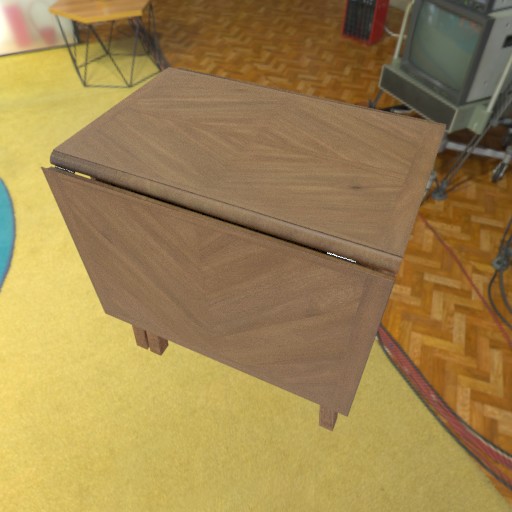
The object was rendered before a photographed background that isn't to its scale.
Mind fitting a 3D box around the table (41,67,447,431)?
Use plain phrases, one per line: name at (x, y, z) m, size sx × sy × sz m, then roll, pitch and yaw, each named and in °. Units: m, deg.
table at (0.000, 0.000, 1.624) m, size 0.967 × 0.981 × 0.701 m, roll 19°, pitch 49°, yaw 17°
